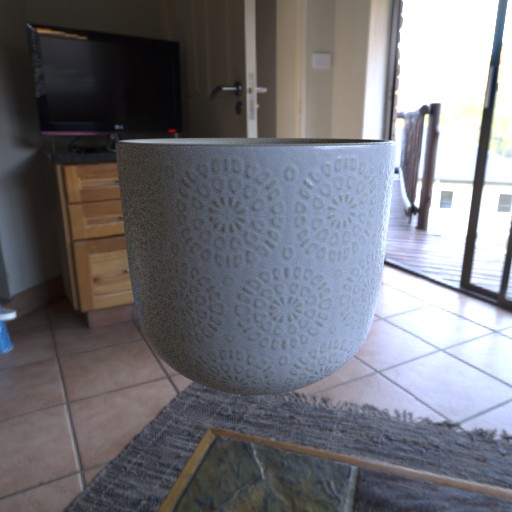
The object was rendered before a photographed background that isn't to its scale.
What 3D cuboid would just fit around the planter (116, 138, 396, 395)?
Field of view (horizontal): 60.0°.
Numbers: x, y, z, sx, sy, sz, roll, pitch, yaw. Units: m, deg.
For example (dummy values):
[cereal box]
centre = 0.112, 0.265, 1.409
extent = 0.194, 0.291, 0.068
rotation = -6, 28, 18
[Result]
[planter]
centre = 0.000, 0.000, 0.300
extent = 0.170, 0.152, 0.170
rotation = 0, 16, 0
